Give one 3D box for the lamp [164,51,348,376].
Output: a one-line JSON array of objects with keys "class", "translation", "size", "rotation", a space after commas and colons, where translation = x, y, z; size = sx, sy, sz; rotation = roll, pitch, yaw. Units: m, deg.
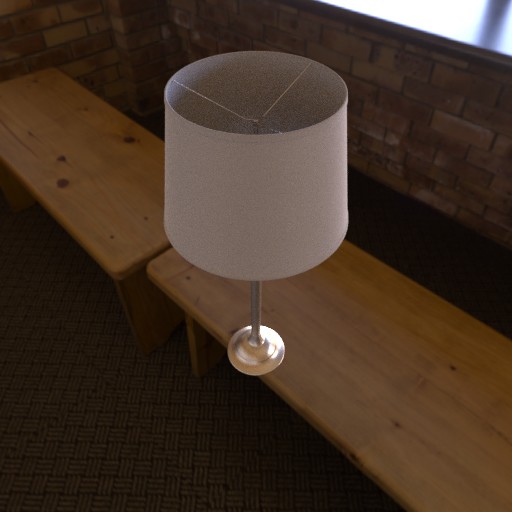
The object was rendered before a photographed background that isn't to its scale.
[{"class": "lamp", "translation": [0.000, 0.000, 0.888], "size": [0.331, 0.698, 0.331], "rotation": [0, 46, 0]}]
